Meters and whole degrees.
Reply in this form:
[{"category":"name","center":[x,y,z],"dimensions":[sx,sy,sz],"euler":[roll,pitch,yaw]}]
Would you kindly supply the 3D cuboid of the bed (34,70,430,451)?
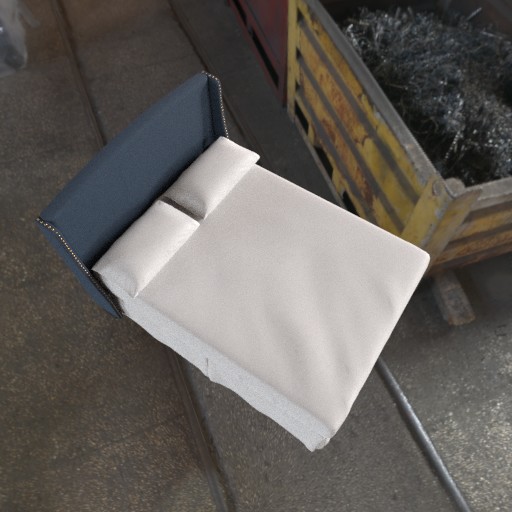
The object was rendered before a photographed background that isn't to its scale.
[{"category":"bed","center":[0.000,0.000,3.320],"dimensions":[2.237,1.407,1.710],"euler":[30,64,16]}]
